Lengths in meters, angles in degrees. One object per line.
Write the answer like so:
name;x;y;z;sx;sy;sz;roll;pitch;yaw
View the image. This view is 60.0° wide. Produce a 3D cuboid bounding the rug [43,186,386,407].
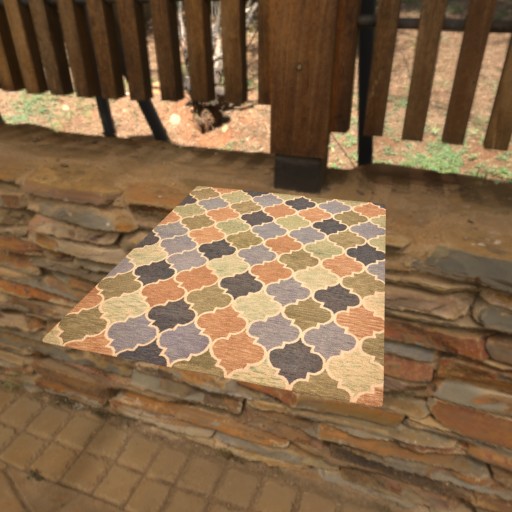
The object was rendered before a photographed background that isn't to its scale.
rug;0.000;0.000;4.324;2.439;0.013;3.200;7;31;12
